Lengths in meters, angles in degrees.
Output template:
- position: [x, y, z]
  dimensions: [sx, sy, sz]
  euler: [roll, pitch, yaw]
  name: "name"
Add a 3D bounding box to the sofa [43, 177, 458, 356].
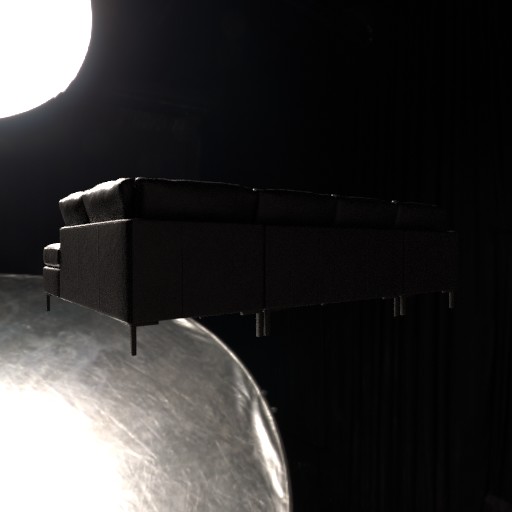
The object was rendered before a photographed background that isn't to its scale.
- position: [0.000, 0.000, 3.740]
  dimensions: [2.956, 0.900, 1.939]
  euler: [-1, 1, -36]
  name: "sofa"
